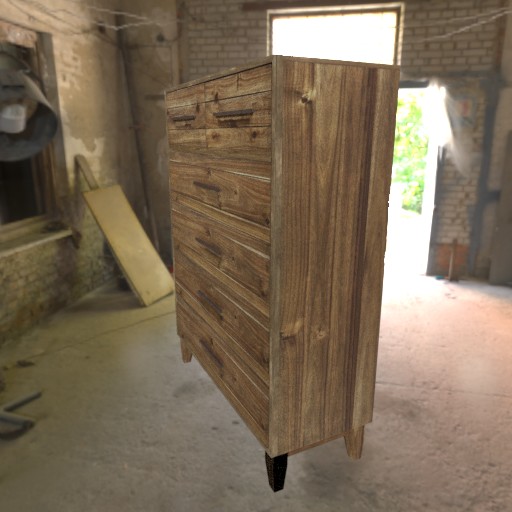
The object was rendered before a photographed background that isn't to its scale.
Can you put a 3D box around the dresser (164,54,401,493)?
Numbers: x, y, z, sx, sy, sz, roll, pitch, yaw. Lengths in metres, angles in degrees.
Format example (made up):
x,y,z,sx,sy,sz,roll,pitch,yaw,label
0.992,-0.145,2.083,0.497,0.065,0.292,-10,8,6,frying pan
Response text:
x,y,z,sx,sy,sz,roll,pitch,yaw,label
0.000,0.000,1.875,0.442,1.393,1.062,-8,17,-26,dresser
